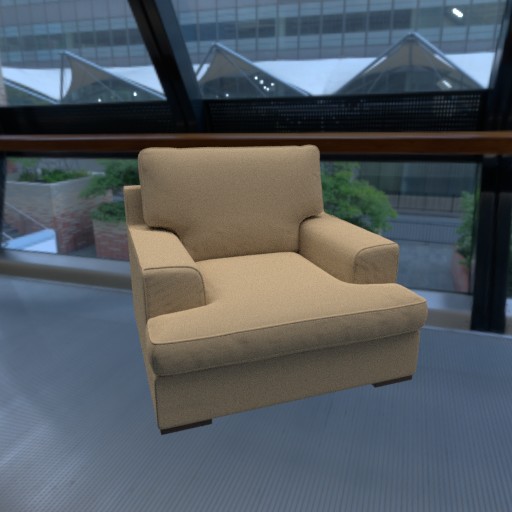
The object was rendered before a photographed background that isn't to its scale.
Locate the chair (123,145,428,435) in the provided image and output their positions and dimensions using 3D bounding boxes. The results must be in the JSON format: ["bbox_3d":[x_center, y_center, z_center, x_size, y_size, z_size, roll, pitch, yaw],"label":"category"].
[{"bbox_3d":[0.000,0.000,2.166,1.293,1.005,1.274,-8,19,-25],"label":"chair"}]
